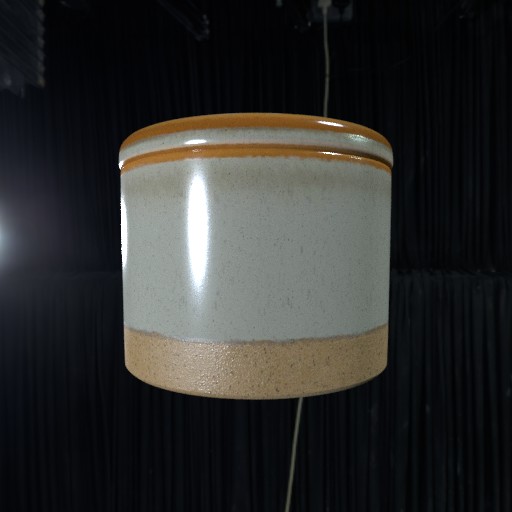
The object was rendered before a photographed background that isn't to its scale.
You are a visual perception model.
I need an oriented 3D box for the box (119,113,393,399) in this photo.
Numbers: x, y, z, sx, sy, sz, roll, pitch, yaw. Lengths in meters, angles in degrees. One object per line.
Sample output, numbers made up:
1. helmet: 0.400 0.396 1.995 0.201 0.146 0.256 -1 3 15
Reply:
1. box: 0.000 0.000 0.209 0.123 0.100 0.123 0 1 0
